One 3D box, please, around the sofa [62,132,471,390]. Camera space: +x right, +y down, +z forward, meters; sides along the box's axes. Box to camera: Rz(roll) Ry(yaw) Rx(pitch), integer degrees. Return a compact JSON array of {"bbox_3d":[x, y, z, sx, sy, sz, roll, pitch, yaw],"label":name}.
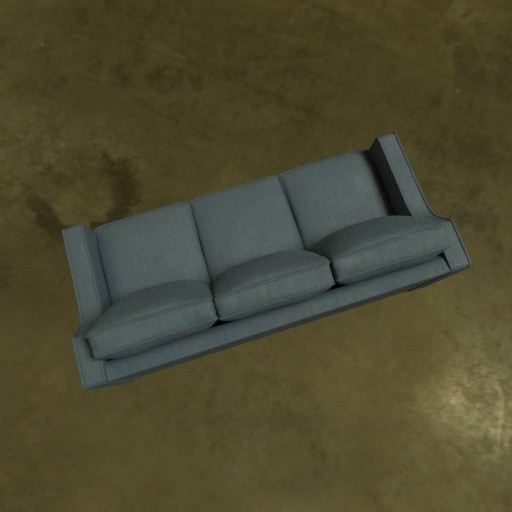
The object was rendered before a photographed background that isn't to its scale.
[{"bbox_3d":[0.000,0.000,2.574,1.986,0.974,0.911,-17,77,-4],"label":"sofa"}]
